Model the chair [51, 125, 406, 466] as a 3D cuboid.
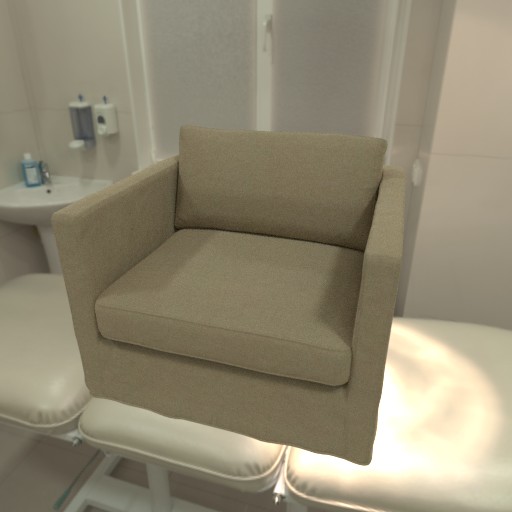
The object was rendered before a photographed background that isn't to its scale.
[{"bbox_3d":[0.000,0.000,1.702,1.057,0.863,0.949,8,27,16],"label":"chair"}]
